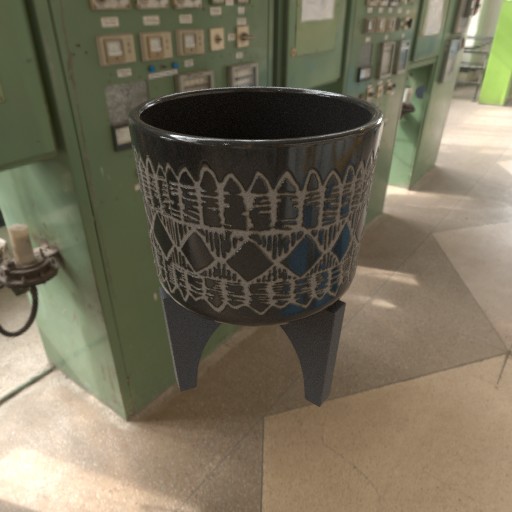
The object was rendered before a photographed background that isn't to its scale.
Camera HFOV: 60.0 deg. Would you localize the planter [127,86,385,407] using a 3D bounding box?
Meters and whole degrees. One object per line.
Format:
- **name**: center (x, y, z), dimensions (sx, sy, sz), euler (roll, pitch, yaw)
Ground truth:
- **planter**: center (0.000, 0.000, 0.273), dimensions (0.129, 0.177, 0.129), euler (0, 30, 0)
